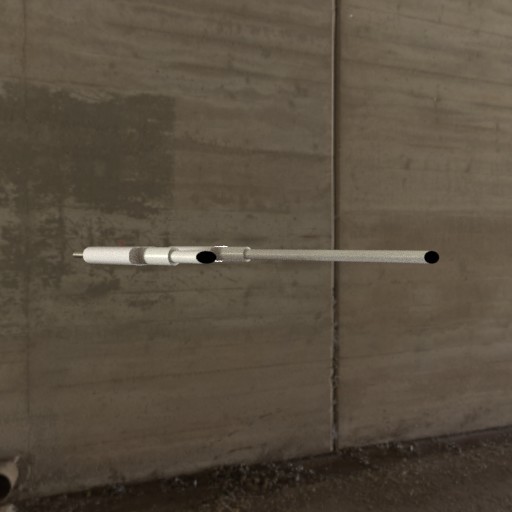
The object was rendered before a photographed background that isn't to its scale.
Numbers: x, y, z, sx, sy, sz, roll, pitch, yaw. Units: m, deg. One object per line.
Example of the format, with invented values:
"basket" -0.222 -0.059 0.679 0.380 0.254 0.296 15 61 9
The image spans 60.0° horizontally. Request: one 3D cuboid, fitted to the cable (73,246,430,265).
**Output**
"cable" 0.000 0.000 0.112 0.098 0.005 0.041 1 2 35
